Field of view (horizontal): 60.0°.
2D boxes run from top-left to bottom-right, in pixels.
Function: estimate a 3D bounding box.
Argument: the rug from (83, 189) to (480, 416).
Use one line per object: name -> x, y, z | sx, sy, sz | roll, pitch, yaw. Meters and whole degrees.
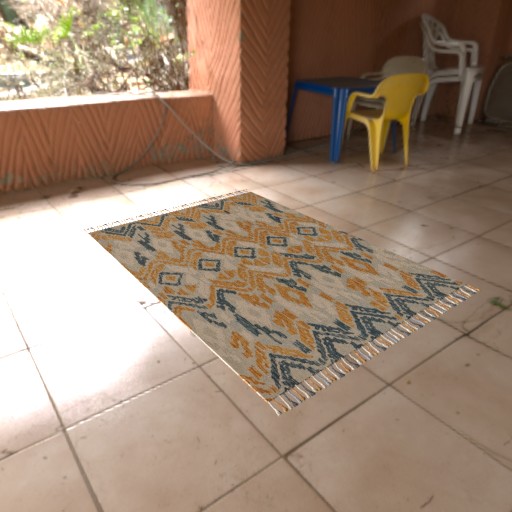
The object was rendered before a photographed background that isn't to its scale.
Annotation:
rug -> 0.000, 0.000, 2.357 | 1.230, 0.008, 1.827 | -20, 33, -33
